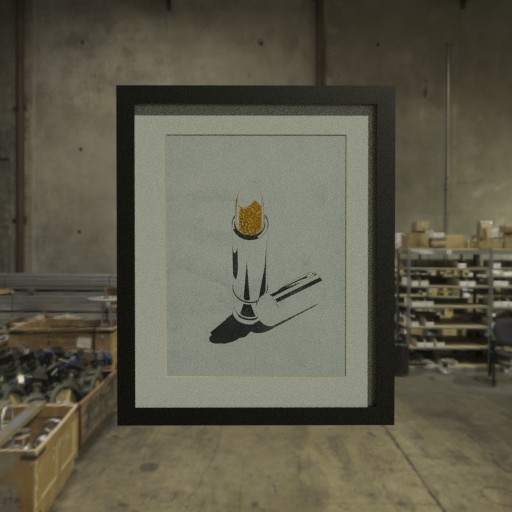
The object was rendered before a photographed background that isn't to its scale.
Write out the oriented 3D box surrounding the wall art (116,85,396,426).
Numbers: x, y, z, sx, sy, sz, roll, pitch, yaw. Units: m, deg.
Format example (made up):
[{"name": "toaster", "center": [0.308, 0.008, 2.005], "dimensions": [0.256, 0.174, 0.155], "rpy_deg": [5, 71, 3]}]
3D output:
[{"name": "wall art", "center": [0.000, 0.000, 0.742], "dimensions": [0.457, 0.559, 0.029], "rpy_deg": [0, 1, 0]}]
